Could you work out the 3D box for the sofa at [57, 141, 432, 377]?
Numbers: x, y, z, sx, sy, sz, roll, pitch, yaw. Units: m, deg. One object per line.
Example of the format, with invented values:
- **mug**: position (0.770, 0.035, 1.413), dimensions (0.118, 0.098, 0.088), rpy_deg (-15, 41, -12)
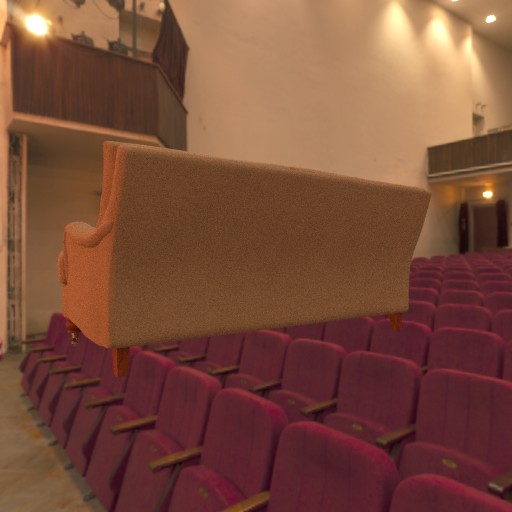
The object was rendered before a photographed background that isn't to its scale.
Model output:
- **sofa**: position (0.000, 0.000, 2.665), dimensions (2.070, 0.997, 1.091), rpy_deg (0, 0, -36)
